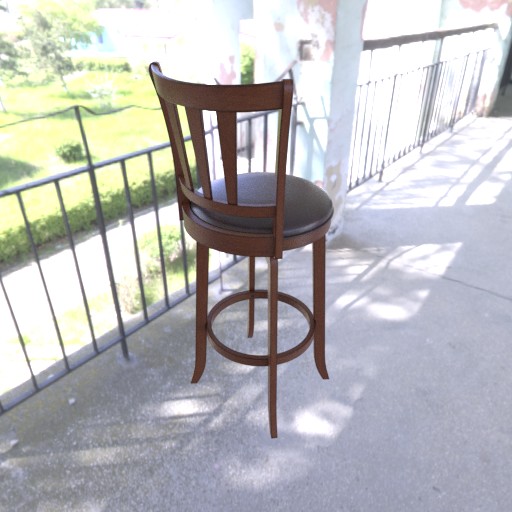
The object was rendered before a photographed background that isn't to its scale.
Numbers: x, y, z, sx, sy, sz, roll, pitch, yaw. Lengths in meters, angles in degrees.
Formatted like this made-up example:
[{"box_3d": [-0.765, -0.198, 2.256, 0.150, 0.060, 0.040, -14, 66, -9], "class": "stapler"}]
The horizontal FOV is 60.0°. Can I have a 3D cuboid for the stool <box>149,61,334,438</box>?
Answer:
[{"box_3d": [0.000, 0.000, 1.457, 0.464, 1.177, 0.503, 22, 37, 33], "class": "stool"}]
